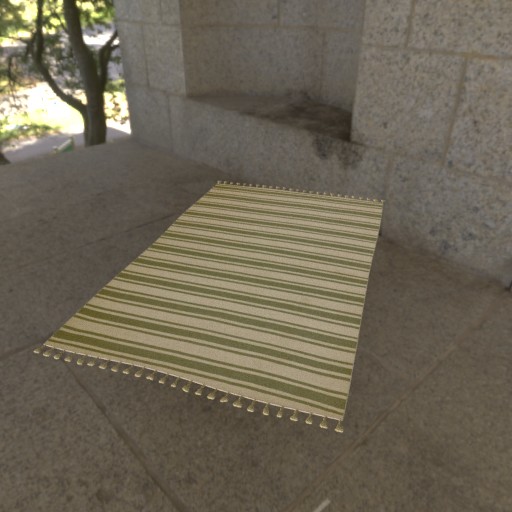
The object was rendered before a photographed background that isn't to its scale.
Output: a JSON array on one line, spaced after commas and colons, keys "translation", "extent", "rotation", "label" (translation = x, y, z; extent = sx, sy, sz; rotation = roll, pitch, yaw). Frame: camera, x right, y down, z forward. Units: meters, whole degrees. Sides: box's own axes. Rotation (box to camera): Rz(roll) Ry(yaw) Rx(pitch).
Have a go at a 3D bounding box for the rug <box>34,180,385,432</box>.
[{"translation": [0.000, 0.000, 2.273], "extent": [1.162, 0.013, 1.875], "rotation": [9, 32, 15], "label": "rug"}]
